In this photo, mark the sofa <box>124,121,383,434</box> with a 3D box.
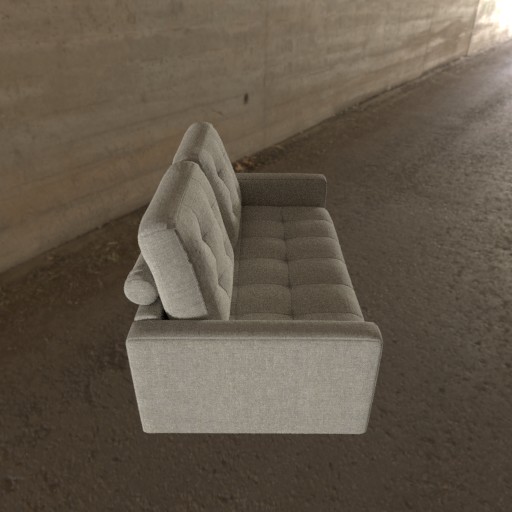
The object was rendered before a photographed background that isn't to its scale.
[{"bbox_3d":[0.000,0.000,1.980,0.842,0.907,1.407,0,31,0],"label":"sofa"}]
